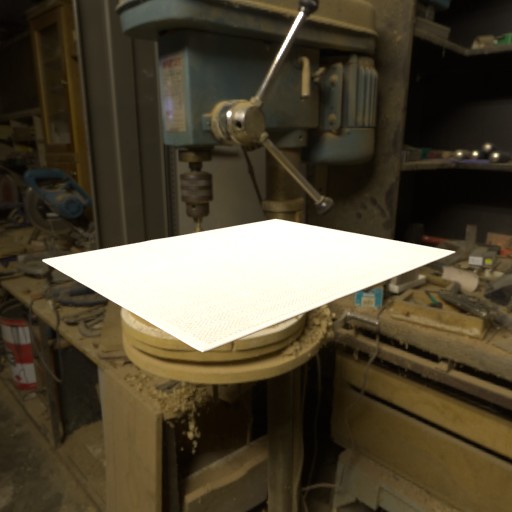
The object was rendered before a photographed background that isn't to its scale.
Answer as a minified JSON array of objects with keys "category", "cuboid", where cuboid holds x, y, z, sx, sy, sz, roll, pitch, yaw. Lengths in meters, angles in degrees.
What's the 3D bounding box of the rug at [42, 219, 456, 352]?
[{"category":"rug","cuboid":[0.000,0.000,4.116,3.009,0.019,2.423,-14,20,-41]}]
